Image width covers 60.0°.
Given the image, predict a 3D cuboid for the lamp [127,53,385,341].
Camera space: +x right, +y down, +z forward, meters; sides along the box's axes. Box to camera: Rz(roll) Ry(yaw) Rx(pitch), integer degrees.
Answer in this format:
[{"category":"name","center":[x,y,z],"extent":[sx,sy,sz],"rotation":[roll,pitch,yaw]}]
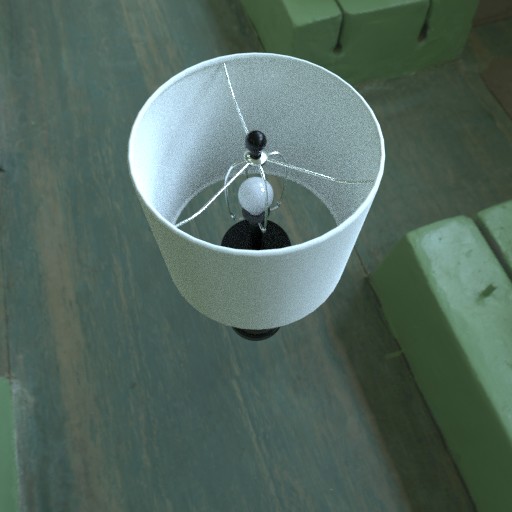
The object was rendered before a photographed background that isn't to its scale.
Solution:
[{"category":"lamp","center":[0.000,0.000,0.799],"extent":[0.305,0.634,0.305],"rotation":[-17,65,-8]}]
